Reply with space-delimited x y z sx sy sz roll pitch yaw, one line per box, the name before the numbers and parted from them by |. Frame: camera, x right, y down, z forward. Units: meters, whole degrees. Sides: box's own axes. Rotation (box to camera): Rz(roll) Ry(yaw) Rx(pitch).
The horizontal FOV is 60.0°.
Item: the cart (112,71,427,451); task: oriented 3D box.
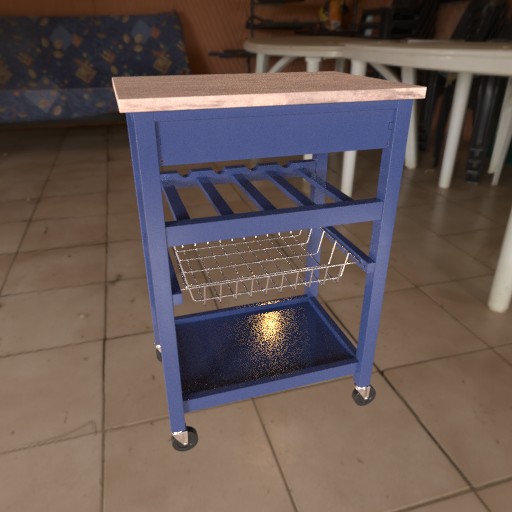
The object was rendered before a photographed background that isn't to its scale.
cart | 0.000 0.000 1.140 0.584 0.839 0.403 -8 28 -16
